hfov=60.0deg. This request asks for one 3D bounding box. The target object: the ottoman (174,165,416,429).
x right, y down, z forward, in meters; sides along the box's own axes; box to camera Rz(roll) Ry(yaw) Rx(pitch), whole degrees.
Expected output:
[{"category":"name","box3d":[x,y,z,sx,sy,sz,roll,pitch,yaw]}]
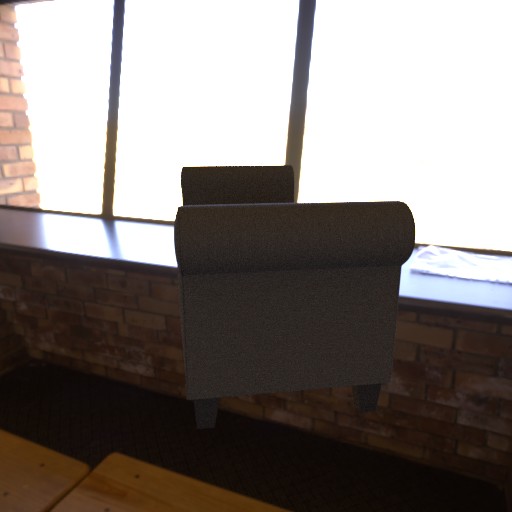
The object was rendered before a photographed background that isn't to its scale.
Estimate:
[{"category":"ottoman","box3d":[0.000,0.000,1.562,0.521,0.547,1.256,-2,16,-8]}]
